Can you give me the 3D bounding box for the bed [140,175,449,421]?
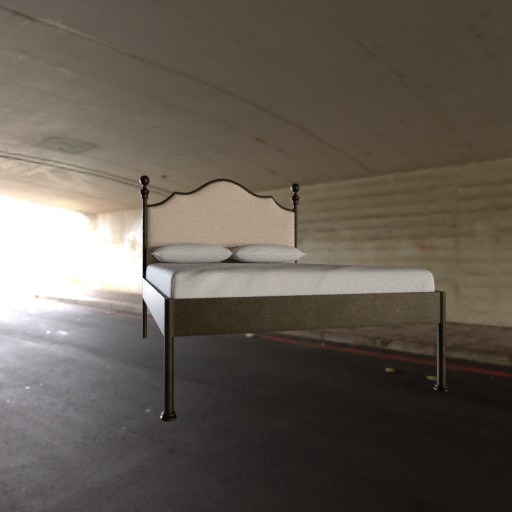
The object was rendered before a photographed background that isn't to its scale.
[{"bbox_3d":[0.000,0.000,3.177,1.533,1.462,2.170,0,0,-17],"label":"bed"}]
